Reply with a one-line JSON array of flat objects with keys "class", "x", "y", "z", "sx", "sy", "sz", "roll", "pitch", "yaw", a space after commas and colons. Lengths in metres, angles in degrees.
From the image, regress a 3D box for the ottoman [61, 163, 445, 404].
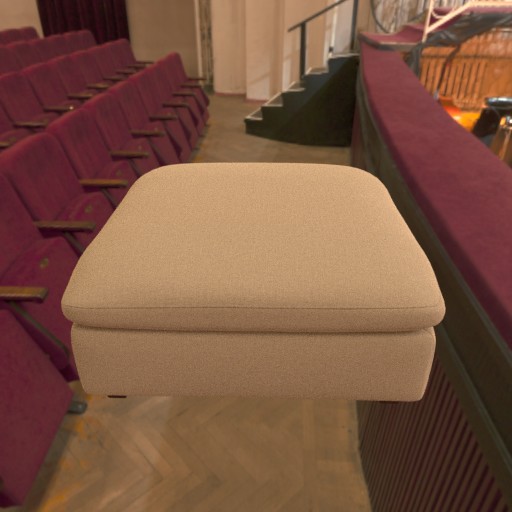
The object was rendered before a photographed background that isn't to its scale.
[{"class": "ottoman", "x": 0.000, "y": 0.000, "z": 1.544, "sx": 0.996, "sy": 0.467, "sz": 0.977, "roll": 1, "pitch": 30, "yaw": 1}]
